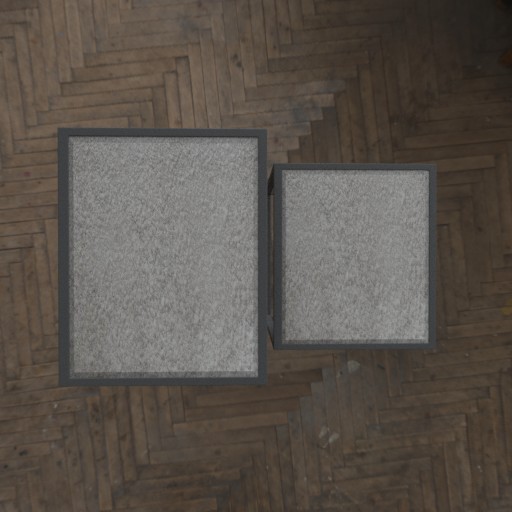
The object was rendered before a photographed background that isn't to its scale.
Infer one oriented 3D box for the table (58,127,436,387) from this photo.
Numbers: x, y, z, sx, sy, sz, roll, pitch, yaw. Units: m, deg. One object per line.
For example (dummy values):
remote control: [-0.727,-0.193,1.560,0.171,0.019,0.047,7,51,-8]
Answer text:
table: [0.000,0.000,1.146,0.788,0.540,0.508,0,91,-1]
